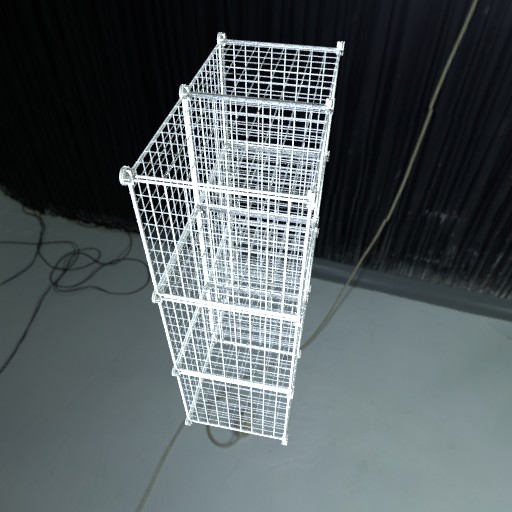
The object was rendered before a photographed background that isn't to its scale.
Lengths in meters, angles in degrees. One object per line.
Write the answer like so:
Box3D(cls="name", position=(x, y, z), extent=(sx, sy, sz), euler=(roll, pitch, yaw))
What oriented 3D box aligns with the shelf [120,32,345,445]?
Box3D(cls="shelf", position=(0.000, 0.000, 1.387), extent=(0.356, 1.067, 0.711), euler=(8, 46, 8))
